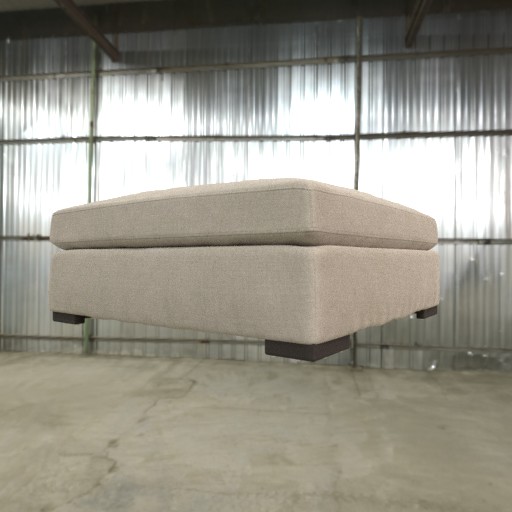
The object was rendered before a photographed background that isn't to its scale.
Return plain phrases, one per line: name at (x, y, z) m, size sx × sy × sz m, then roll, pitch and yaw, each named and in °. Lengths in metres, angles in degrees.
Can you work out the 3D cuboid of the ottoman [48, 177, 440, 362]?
ottoman at (0.000, 0.000, 1.821) m, size 1.203 × 0.517 × 1.171 m, roll 0°, pitch 0°, yaw 36°
